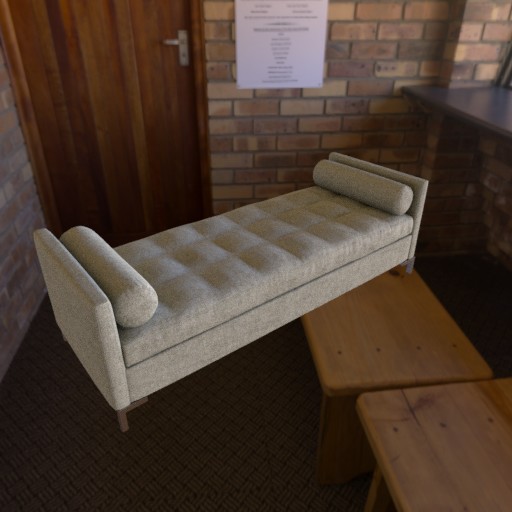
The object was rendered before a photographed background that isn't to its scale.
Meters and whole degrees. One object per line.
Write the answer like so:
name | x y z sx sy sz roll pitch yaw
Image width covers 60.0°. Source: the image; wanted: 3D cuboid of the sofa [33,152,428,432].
sofa | 0.000 0.000 2.534 2.102 0.657 0.797 -21 36 -33
